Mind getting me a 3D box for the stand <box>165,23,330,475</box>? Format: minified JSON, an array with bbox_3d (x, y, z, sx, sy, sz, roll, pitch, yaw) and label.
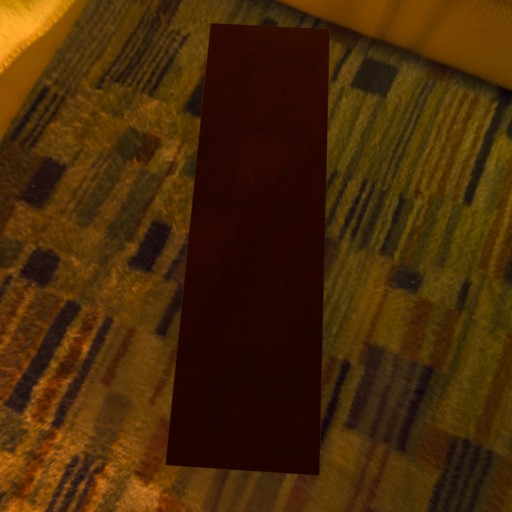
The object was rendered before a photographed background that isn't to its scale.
[{"bbox_3d":[0.000,0.000,1.728,0.410,0.872,1.362,3,76,1],"label":"stand"}]
